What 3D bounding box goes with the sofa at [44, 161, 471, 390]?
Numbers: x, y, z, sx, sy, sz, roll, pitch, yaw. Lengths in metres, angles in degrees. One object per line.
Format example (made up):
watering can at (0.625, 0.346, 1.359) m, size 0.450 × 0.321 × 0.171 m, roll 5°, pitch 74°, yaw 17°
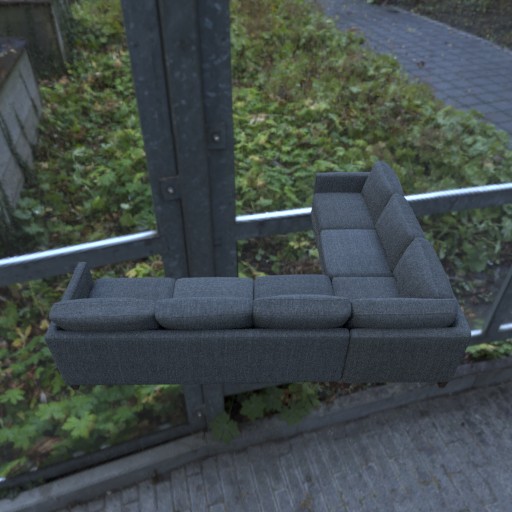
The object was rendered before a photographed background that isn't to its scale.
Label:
sofa at (0.000, 0.000, 4.479) m, size 3.302 × 0.947 × 2.593 m, roll 0°, pitch 39°, yaw 0°
